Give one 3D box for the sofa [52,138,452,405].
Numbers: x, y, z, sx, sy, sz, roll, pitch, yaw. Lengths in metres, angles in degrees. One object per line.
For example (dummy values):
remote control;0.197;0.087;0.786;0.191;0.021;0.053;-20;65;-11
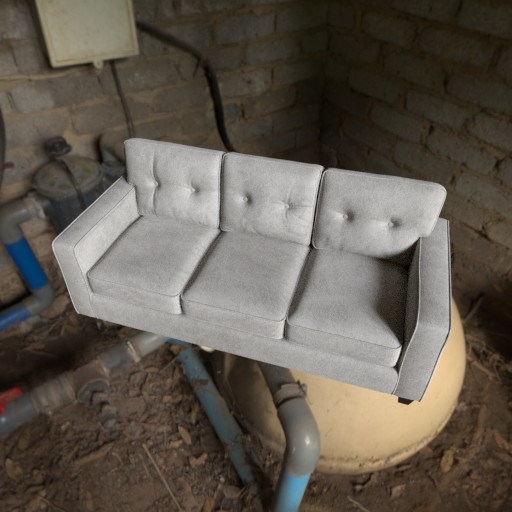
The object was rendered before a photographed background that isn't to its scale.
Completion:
sofa;0.000;0.000;2.643;2.133;0.965;0.939;12;42;13
